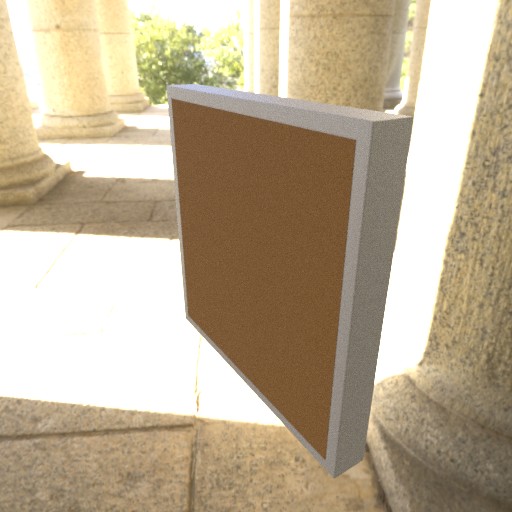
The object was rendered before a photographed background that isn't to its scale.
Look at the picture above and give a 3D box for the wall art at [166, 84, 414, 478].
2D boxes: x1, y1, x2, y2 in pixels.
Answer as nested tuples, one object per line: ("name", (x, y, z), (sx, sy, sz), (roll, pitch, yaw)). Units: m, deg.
("wall art", (0.000, 0.000, 0.449), (0.037, 0.305, 0.305), (-16, 30, -30))
